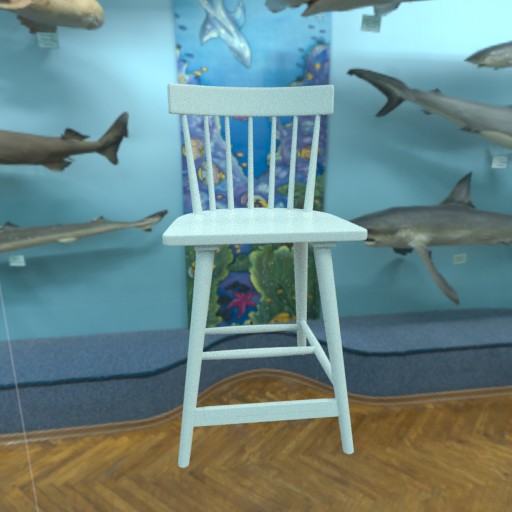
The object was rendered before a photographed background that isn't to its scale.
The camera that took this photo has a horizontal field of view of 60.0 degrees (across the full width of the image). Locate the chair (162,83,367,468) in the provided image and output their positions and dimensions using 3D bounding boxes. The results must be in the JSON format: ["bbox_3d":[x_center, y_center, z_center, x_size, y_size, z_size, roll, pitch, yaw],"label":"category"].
[{"bbox_3d":[0.000,0.000,1.292,0.483,0.952,0.572,-2,16,-6],"label":"chair"}]
